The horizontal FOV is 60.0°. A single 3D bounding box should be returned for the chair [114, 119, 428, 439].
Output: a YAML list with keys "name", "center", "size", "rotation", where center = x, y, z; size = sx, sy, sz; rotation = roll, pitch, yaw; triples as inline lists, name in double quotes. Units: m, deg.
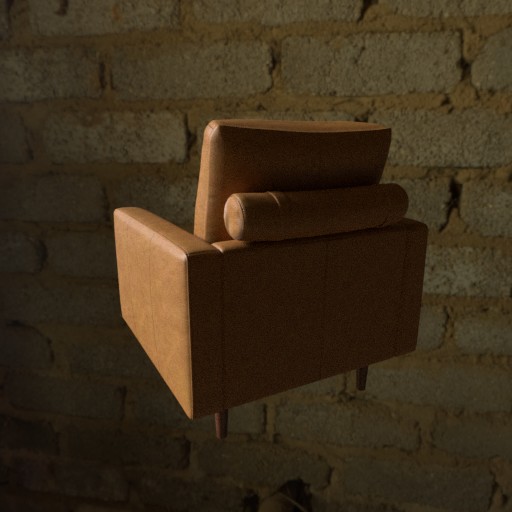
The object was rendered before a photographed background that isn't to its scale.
- name: "chair"
  center: [0.000, 0.000, 1.558]
  size: [0.831, 0.896, 0.868]
  rotation: [-8, 17, -28]
